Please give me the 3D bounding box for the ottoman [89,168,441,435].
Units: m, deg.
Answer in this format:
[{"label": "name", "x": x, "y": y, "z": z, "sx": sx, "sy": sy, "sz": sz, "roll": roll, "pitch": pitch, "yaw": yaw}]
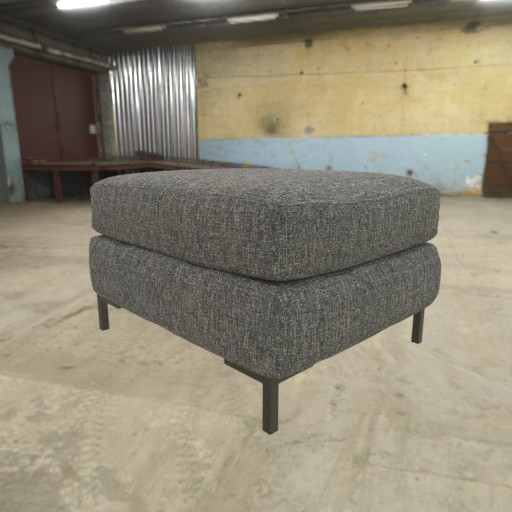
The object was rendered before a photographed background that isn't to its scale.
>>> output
[{"label": "ottoman", "x": 0.000, "y": 0.000, "z": 1.251, "sx": 0.683, "sy": 0.480, "sz": 0.828, "roll": -12, "pitch": 18, "yaw": -43}]
